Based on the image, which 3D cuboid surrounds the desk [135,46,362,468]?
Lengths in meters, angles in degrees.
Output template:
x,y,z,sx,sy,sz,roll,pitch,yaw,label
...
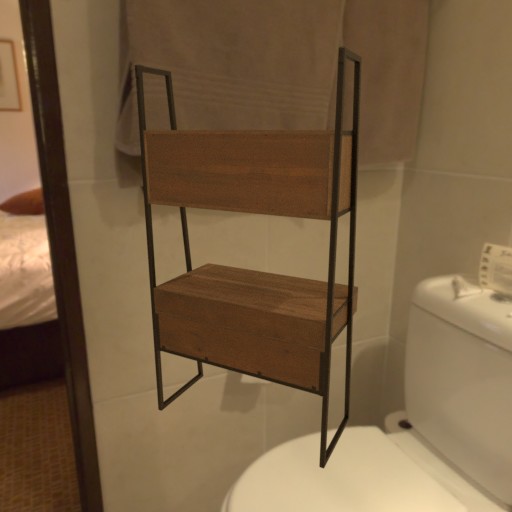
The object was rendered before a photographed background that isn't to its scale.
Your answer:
x,y,z,sx,sy,sz,roll,pitch,yaw,label
0.000,0.000,2.260,0.982,1.809,0.515,8,18,27,desk
